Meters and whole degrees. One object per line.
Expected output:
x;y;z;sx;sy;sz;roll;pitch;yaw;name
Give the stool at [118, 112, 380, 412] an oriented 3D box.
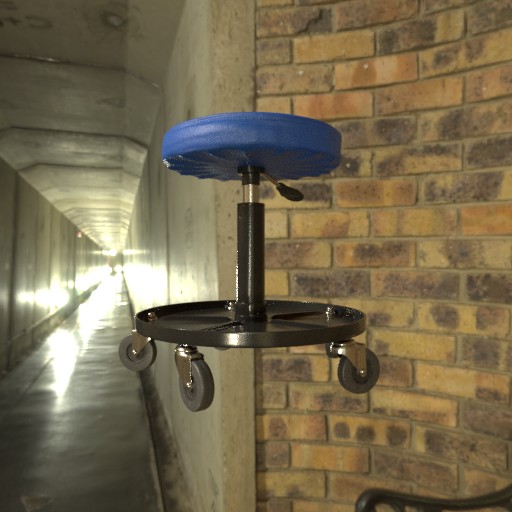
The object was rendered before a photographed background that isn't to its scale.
0.000;0.000;0.690;0.381;0.365;0.382;0;1;35;stool
